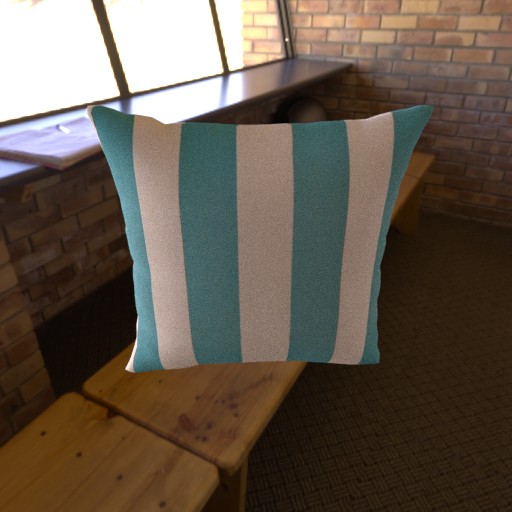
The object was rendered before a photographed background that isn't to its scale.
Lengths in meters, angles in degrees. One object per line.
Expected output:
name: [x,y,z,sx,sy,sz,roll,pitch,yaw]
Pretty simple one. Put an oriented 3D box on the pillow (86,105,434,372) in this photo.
pillow: [0.000,0.000,0.796,0.536,0.526,0.189,-1,30,-2]
